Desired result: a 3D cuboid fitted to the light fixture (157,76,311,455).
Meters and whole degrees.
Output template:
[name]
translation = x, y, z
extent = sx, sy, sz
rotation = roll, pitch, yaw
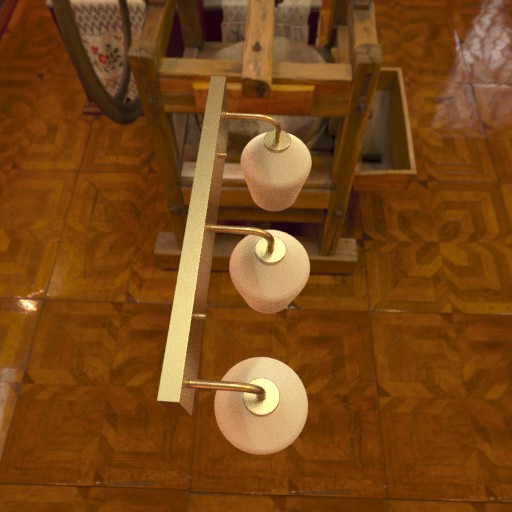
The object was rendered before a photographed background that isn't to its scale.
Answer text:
[light fixture]
translation = 0.000, 0.000, 0.751
extent = 0.190, 0.280, 0.609
rotation = 4, 63, 2
